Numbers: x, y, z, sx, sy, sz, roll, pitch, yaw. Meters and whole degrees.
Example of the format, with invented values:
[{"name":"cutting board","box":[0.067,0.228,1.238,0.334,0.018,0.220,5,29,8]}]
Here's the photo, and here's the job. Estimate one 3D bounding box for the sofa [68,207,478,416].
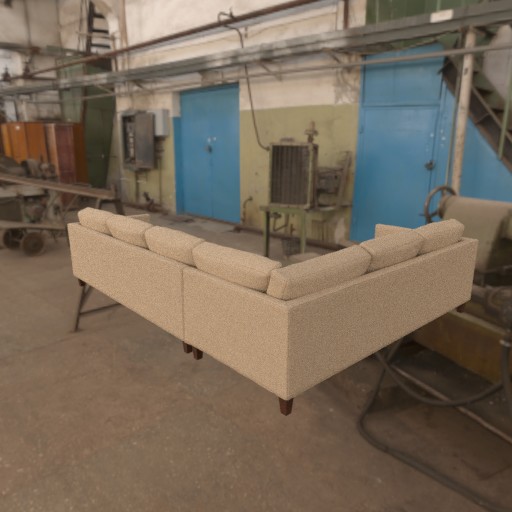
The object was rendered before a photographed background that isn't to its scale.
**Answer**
[{"name":"sofa","box":[0.000,0.000,4.311,2.432,0.863,3.182,-13,20,-40]}]
